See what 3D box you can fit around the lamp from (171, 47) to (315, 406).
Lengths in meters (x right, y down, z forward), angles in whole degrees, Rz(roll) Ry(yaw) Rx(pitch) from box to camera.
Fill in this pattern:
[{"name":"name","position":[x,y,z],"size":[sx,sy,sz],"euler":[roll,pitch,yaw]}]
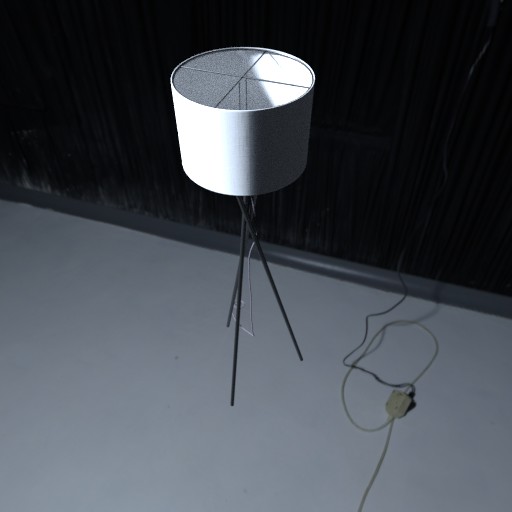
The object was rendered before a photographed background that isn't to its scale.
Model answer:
[{"name":"lamp","position":[0.000,0.000,1.937],"size":[0.522,1.624,0.667],"euler":[15,48,14]}]
